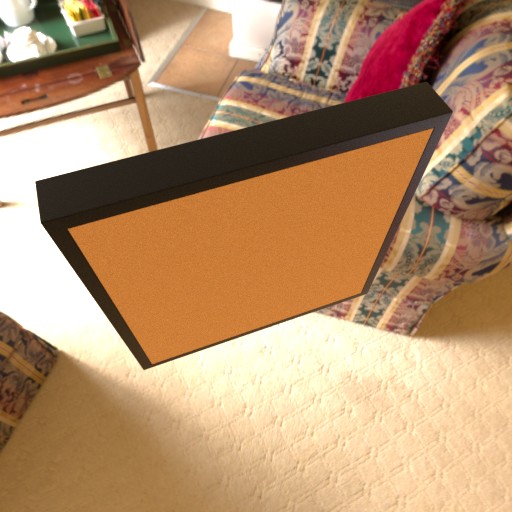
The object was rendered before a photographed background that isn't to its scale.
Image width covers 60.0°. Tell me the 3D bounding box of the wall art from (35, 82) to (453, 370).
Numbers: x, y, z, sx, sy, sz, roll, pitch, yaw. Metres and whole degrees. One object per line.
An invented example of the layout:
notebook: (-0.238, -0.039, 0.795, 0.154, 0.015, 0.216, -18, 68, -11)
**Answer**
wall art: (0.000, 0.000, 0.439, 0.299, 0.299, 0.037, -17, 60, -10)
